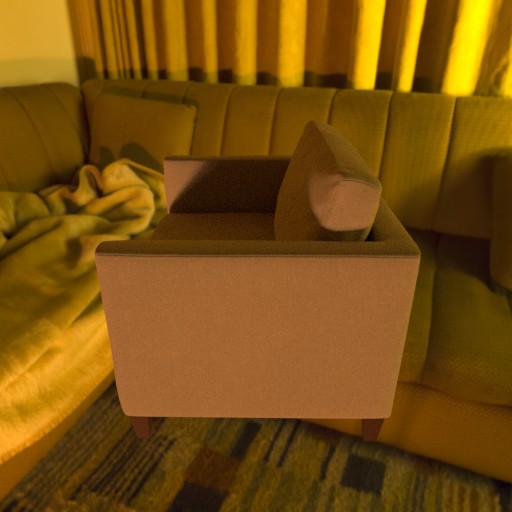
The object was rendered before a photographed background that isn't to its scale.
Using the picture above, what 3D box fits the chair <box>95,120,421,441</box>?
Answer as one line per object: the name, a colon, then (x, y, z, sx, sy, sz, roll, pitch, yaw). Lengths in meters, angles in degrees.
chair: (0.000, 0.000, 1.821, 0.959, 0.961, 1.107, 0, 27, 1)
